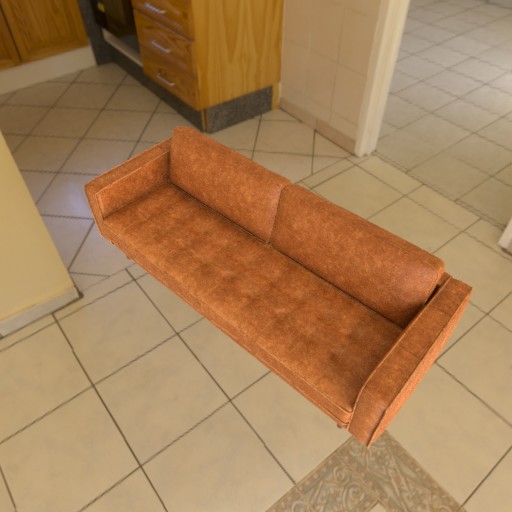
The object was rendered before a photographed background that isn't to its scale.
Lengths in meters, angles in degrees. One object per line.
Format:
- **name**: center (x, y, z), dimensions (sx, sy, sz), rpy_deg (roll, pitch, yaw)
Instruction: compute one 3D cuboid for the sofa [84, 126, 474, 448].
- **sofa**: center (0.000, 0.000, 2.618), dimensions (2.199, 0.779, 0.886), rpy_deg (33, 55, 27)
